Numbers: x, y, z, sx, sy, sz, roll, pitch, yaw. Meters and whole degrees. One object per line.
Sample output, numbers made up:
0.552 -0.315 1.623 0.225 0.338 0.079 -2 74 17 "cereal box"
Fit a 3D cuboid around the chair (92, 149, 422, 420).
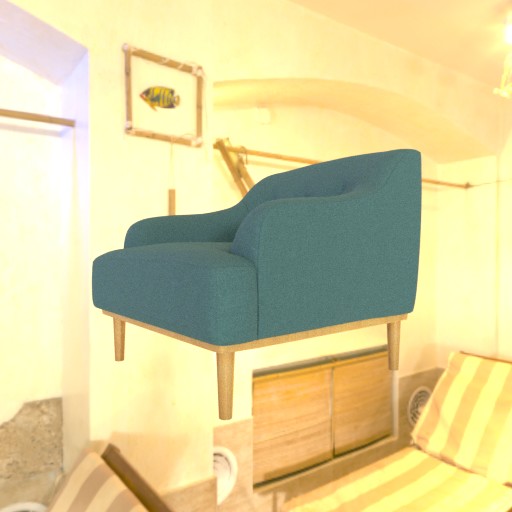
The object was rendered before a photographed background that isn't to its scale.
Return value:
0.000 0.000 1.662 0.951 0.818 0.946 -1 1 -37 "chair"
